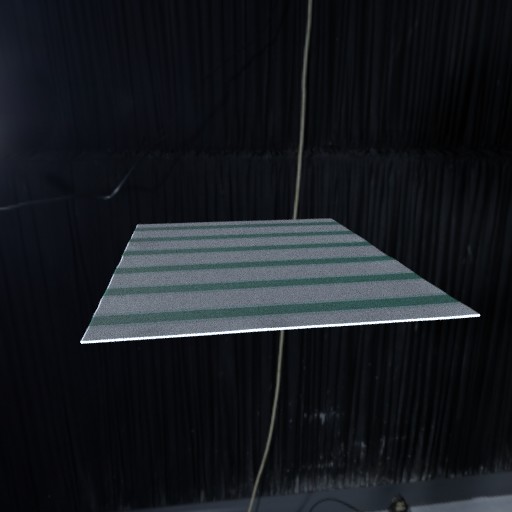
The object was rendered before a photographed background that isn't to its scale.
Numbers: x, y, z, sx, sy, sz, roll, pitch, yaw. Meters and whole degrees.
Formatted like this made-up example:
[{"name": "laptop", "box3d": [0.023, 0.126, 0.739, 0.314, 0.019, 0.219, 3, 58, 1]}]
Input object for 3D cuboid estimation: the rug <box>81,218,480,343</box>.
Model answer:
[{"name": "rug", "box3d": [0.000, 0.000, 4.077, 2.434, 0.019, 3.041, -2, 17, -8]}]
